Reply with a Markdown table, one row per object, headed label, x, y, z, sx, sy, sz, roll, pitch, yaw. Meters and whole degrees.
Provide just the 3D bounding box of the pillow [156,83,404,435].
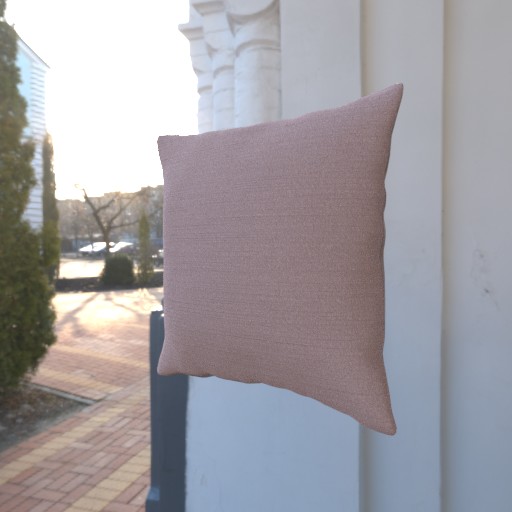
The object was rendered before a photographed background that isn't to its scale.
| label | x | y | z | sx | sy | sz | roll | pitch | yaw |
| --- | --- | --- | --- | --- | --- | --- | --- | --- | --- |
| pillow | 0.000 | 0.000 | 0.718 | 0.470 | 0.464 | 0.175 | 1 | 2 | 36 |
